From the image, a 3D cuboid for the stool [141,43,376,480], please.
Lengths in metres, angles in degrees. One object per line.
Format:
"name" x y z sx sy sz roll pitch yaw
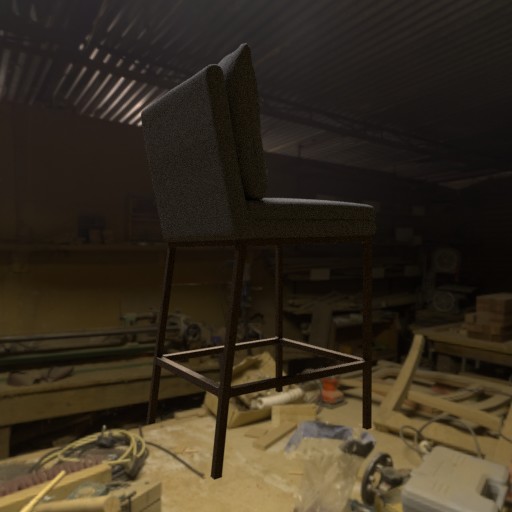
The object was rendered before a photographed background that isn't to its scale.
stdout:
"stool" 0.000 0.000 1.348 0.569 1.031 0.463 -1 1 -35
